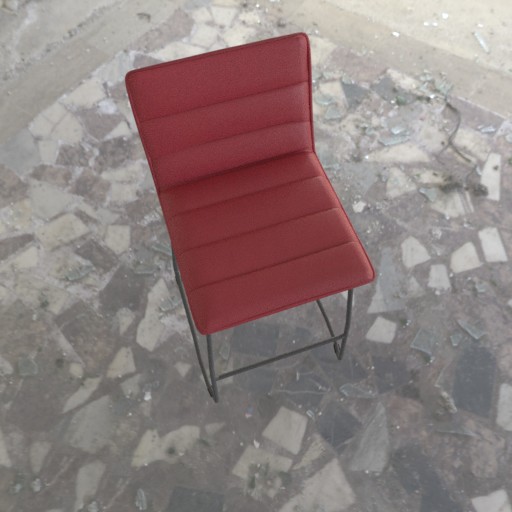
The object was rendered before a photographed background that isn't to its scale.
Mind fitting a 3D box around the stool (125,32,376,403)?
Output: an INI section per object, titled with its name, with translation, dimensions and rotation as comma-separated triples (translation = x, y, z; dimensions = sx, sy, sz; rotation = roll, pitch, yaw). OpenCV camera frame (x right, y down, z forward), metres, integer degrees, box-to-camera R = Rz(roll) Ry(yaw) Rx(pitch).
[stool]
translation = 0.000, 0.000, 1.196
dimensions = 0.489, 0.937, 0.524
rotation = -17, 65, -8
